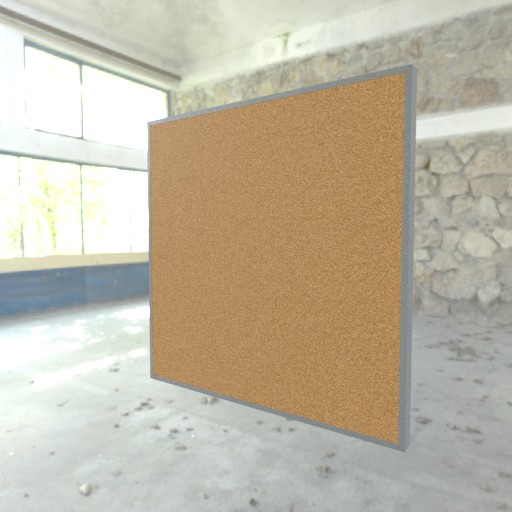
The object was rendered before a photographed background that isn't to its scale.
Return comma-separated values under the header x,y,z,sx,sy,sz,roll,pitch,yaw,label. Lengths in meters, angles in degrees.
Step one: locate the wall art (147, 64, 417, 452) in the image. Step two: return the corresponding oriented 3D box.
x,y,z,sx,sy,sz,roll,pitch,yaw,label
0.000,0.000,1.172,0.809,0.807,0.038,2,4,36,wall art
